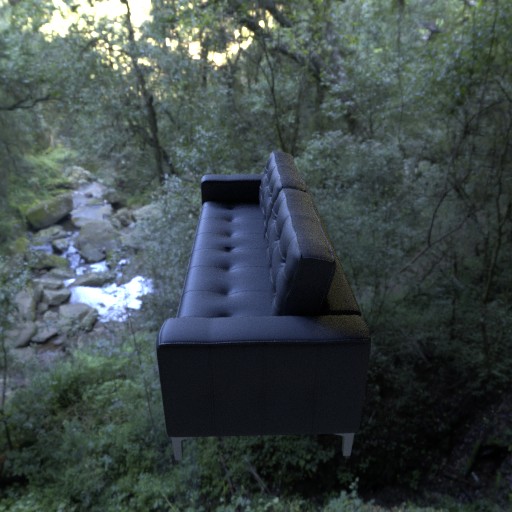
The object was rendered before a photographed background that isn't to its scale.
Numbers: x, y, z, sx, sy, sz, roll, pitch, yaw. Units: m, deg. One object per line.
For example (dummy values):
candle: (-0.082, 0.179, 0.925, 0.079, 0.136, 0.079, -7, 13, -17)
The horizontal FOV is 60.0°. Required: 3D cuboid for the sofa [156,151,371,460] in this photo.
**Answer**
sofa: (0.000, 0.000, 2.731, 0.833, 0.893, 2.275, -1, 26, -2)
